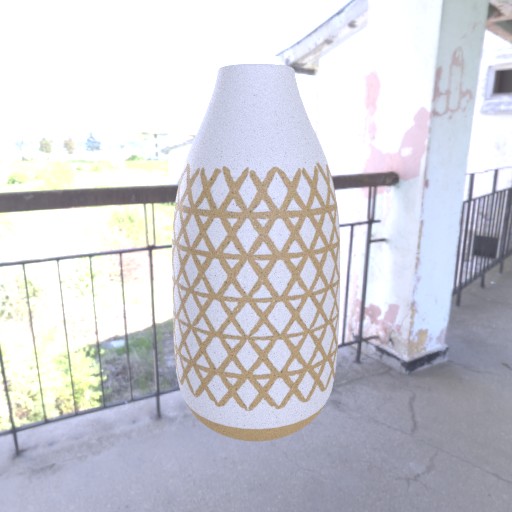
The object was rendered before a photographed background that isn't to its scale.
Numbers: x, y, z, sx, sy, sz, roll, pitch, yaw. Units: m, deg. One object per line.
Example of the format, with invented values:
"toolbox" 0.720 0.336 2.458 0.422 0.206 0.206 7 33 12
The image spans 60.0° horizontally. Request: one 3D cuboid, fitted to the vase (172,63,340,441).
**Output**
"vase" 0.000 0.000 0.485 0.186 0.380 0.186 0 15 0
